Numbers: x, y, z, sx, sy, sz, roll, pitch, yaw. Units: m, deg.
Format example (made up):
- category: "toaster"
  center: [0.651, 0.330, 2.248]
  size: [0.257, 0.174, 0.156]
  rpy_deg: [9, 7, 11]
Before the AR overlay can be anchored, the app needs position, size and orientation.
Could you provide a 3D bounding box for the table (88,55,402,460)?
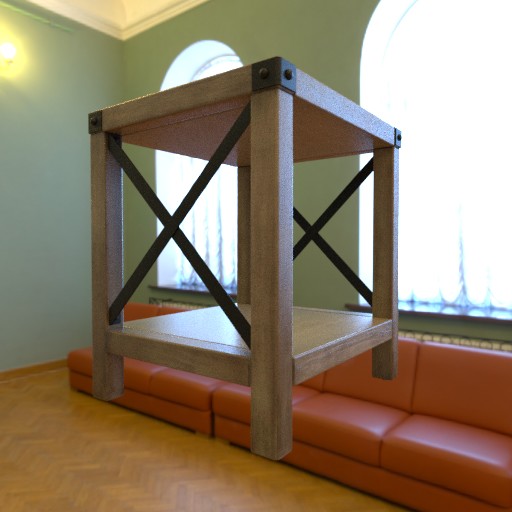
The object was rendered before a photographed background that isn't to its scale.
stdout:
- category: "table"
  center: [0.000, 0.000, 0.931]
  size: [0.459, 0.561, 0.510]
  rpy_deg: [1, 2, 37]
